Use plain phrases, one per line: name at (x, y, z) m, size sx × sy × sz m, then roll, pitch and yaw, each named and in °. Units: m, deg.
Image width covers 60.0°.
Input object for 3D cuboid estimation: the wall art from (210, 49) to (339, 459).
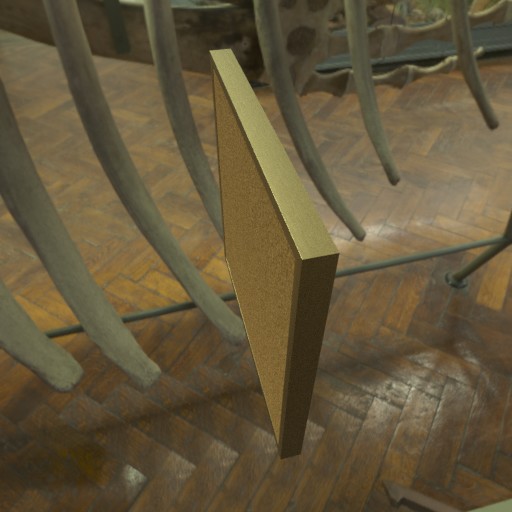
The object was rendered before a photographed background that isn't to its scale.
wall art at (0.000, 0.000, 0.772) m, size 0.037 × 0.509 × 0.510 m, roll -10°, pitch 47°, yaw -10°
